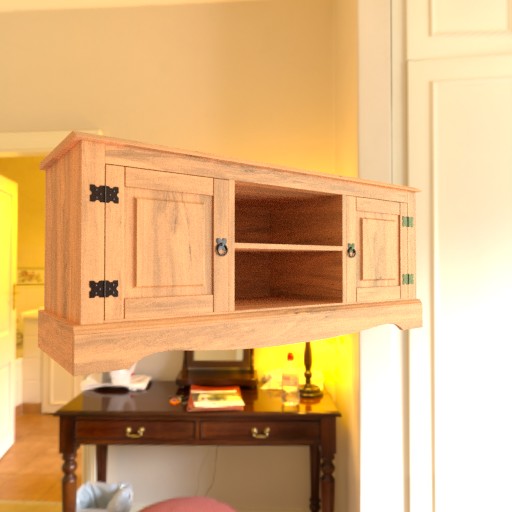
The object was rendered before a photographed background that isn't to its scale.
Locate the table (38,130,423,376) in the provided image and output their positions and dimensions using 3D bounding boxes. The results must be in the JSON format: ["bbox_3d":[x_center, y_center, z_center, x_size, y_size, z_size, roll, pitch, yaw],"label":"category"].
[{"bbox_3d":[0.000,0.000,1.419,1.200,0.510,0.400,1,-1,-36],"label":"table"}]
